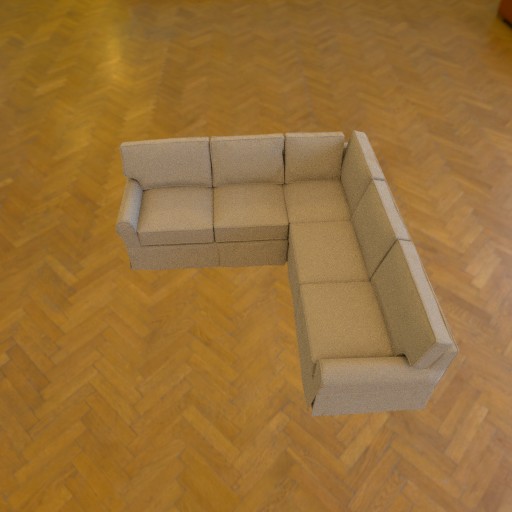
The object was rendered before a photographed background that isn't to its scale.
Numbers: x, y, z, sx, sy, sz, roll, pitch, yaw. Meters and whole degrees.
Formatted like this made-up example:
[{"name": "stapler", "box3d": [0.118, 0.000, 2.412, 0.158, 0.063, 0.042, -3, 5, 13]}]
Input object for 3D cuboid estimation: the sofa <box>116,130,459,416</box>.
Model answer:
[{"name": "sofa", "box3d": [0.000, 0.000, 4.192, 2.730, 1.124, 2.733, -3, 47, -3]}]
